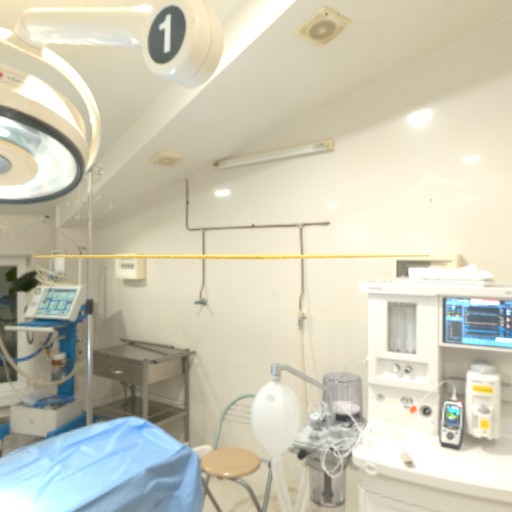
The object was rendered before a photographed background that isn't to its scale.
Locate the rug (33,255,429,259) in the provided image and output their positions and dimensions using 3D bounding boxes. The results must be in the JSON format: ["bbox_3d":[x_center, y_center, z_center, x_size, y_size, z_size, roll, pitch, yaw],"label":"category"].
[{"bbox_3d":[0.000,0.000,4.472,2.486,0.015,3.242,0,0,37],"label":"rug"}]
